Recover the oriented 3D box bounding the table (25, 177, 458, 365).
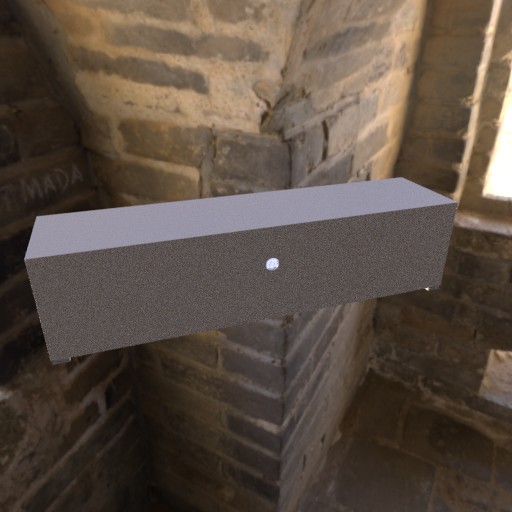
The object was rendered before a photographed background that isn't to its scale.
[{"bbox_3d":[0.000,0.000,1.872,1.650,0.420,0.390,-9,28,-17],"label":"table"}]
